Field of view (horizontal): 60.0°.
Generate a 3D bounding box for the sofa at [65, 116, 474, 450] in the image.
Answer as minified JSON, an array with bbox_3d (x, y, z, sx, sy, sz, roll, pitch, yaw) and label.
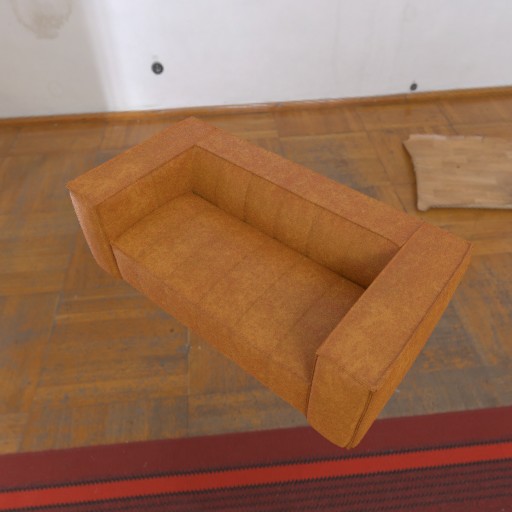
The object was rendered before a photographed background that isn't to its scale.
[{"bbox_3d":[0.000,0.000,2.657,2.088,0.703,1.102,31,54,26],"label":"sofa"}]
